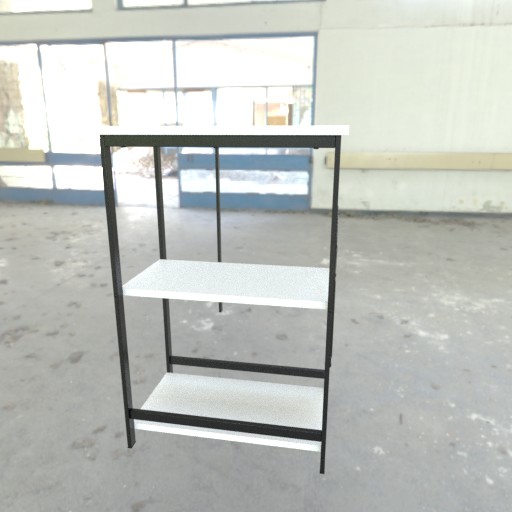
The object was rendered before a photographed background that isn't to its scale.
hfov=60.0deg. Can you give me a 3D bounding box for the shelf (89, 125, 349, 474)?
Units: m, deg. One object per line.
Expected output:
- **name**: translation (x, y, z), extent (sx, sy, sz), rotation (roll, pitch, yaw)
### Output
- **shelf**: translation (0.000, 0.000, 1.349), extent (0.498, 0.750, 0.902), rotation (3, 16, 10)
